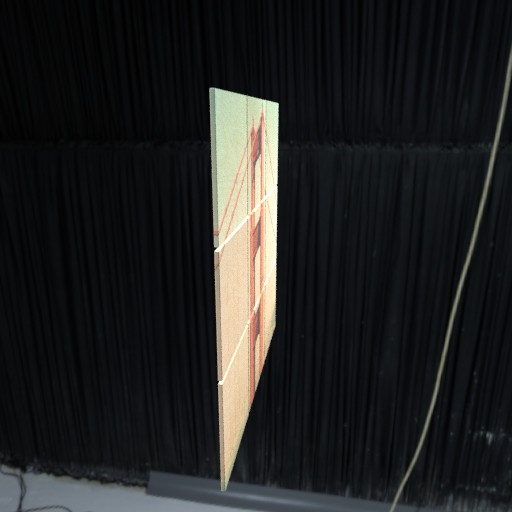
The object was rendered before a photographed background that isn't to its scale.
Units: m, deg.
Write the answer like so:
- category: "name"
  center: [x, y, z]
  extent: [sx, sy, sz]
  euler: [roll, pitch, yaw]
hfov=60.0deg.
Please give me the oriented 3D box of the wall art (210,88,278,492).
- category: "wall art"
  center: [0.000, 0.000, 1.818]
  extent: [0.013, 1.219, 1.214]
  euler: [3, 18, 10]
